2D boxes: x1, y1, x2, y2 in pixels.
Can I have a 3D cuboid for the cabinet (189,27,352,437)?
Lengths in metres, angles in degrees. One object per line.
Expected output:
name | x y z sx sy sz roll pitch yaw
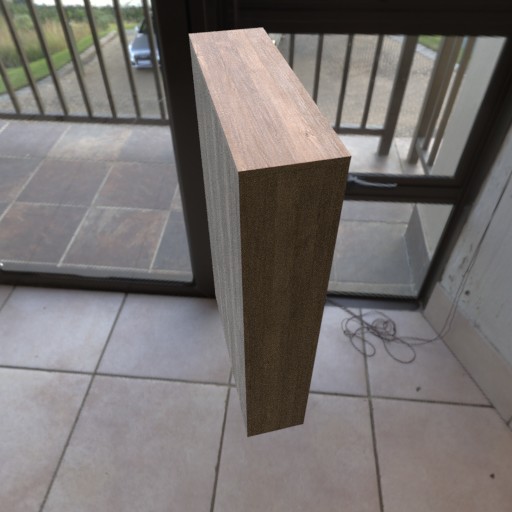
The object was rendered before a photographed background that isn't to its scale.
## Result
cabinet | 0.000 0.000 1.596 0.250 1.280 0.750 -10 47 -9
